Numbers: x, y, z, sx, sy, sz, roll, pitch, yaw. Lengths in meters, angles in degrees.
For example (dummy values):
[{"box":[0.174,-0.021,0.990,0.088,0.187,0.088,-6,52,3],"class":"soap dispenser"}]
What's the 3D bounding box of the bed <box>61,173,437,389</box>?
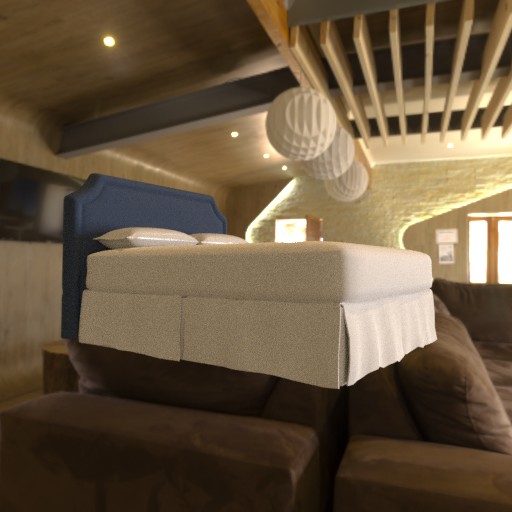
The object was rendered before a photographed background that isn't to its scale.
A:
[{"box":[0.000,0.000,3.367,2.260,1.297,1.831,-1,-2,35],"class":"bed"}]
